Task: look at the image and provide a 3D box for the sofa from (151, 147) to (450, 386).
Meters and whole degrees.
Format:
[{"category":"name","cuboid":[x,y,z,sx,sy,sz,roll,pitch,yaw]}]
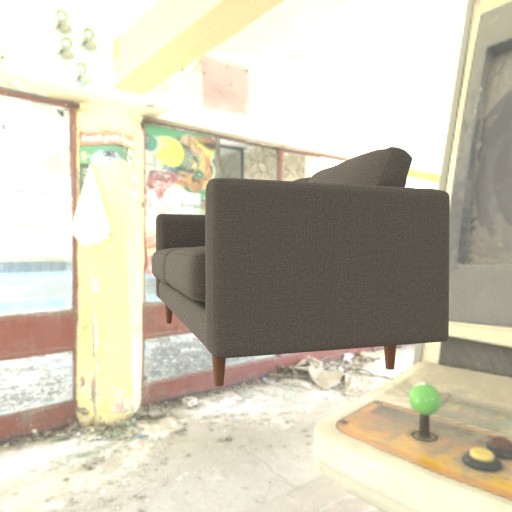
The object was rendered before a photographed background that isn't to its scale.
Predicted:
[{"category":"sofa","cuboid":[0.000,0.000,2.266,0.940,0.866,1.713,0,1,-18]}]
